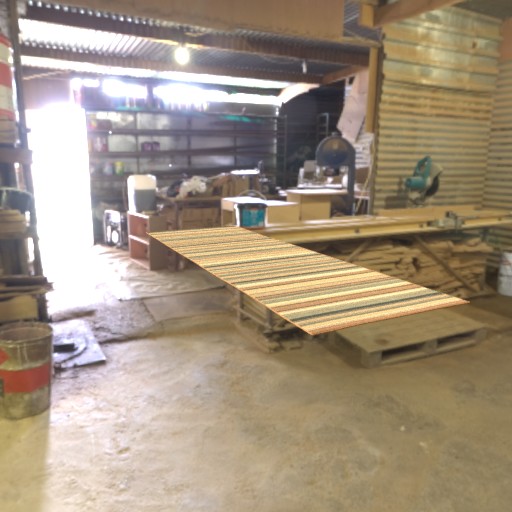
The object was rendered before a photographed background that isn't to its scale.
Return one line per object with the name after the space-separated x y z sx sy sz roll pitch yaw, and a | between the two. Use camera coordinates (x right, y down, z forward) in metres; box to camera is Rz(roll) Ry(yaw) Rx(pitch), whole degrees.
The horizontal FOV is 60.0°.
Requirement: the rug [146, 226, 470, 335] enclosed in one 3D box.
0.000 0.000 2.756 0.799 0.010 2.444 -6 14 -26 | rug
